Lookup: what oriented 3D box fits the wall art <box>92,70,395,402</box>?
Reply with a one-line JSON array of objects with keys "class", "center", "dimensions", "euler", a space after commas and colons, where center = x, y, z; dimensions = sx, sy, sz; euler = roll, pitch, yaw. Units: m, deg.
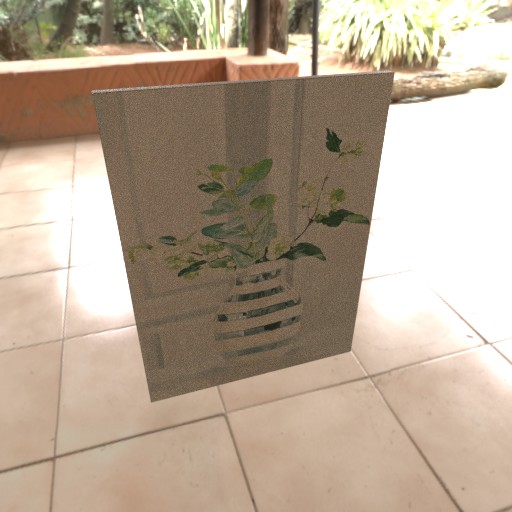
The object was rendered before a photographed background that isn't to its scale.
[{"class": "wall art", "center": [0.000, 0.000, 1.618], "dimensions": [0.914, 1.212, 0.038], "euler": [-10, 34, -16]}]
